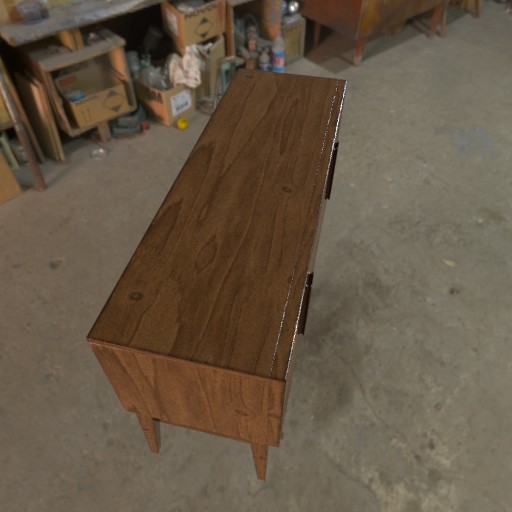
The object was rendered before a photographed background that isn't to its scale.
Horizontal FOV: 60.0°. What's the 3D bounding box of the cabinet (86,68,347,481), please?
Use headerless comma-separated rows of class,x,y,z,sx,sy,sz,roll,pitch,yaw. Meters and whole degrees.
cabinet,0.000,0.000,1.714,0.477,0.802,1.363,10,49,9
